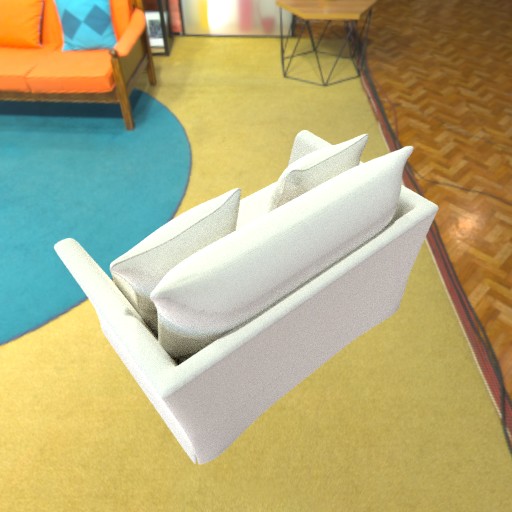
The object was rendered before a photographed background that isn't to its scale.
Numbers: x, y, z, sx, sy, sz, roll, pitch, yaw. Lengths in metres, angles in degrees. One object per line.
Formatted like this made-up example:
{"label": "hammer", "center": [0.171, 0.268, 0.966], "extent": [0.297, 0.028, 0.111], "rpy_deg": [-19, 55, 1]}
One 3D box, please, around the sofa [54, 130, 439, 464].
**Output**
{"label": "sofa", "center": [0.000, 0.000, 2.268], "extent": [1.608, 1.039, 1.026], "rpy_deg": [-31, 53, -26]}
